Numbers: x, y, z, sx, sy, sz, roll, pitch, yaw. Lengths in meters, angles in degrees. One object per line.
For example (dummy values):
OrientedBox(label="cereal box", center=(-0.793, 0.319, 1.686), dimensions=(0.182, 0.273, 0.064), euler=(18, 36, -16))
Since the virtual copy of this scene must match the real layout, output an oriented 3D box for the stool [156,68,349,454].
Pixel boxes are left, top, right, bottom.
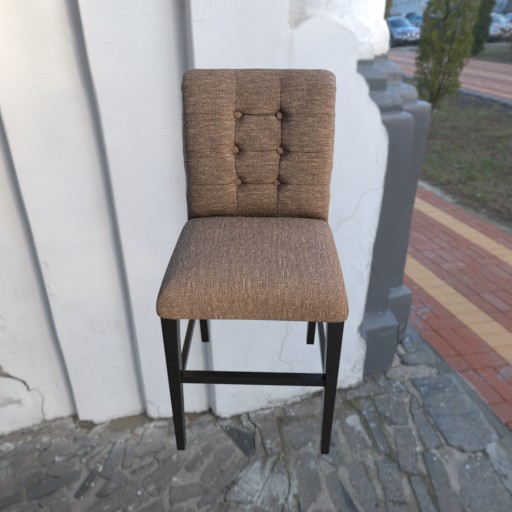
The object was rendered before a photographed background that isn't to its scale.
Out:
OrientedBox(label="stool", center=(0.000, 0.000, 1.303), dimensions=(0.457, 0.970, 0.611), euler=(1, 29, 2))
